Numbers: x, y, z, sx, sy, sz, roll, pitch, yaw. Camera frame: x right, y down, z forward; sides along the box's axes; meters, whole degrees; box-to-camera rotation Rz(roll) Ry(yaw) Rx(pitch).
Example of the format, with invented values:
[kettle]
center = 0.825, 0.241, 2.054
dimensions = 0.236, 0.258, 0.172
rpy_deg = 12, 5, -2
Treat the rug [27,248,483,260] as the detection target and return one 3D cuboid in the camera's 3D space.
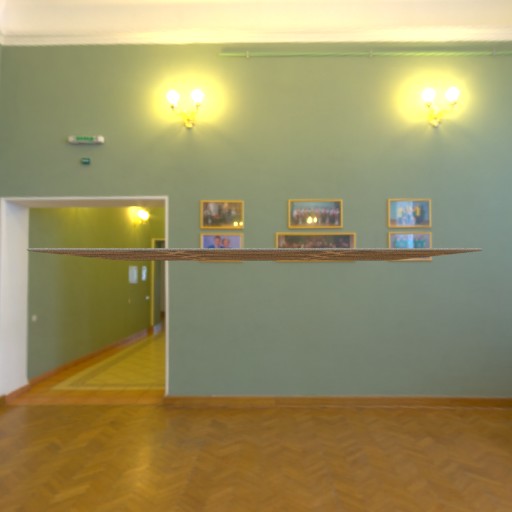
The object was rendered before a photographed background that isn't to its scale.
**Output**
[rug]
center = 0.000, 0.000, 2.972
dimensions = 2.294, 0.014, 1.528
rpy_deg = 0, -2, 0
